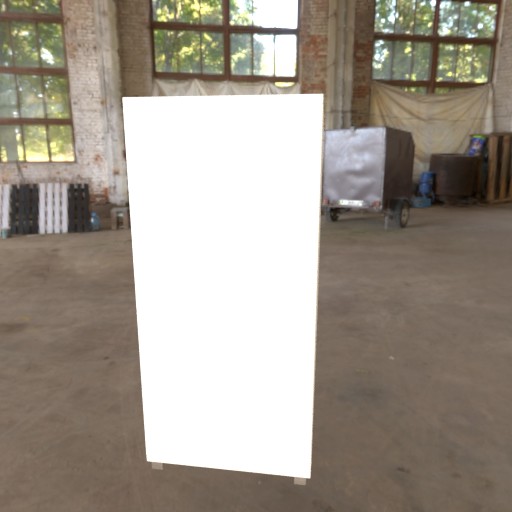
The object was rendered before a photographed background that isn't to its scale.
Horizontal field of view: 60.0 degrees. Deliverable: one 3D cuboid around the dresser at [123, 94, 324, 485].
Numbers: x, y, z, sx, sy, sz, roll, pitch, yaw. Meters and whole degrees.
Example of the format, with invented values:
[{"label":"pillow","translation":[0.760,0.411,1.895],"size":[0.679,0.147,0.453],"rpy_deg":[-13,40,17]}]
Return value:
[{"label":"dresser","translation":[0.000,0.000,1.635],"size":[0.460,1.000,1.100],"rpy_deg":[2,14,8]}]
